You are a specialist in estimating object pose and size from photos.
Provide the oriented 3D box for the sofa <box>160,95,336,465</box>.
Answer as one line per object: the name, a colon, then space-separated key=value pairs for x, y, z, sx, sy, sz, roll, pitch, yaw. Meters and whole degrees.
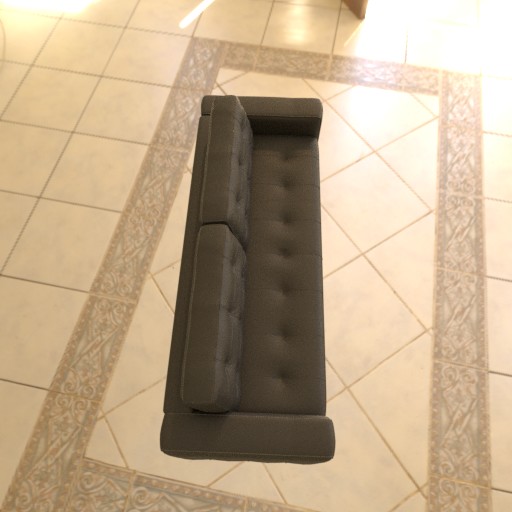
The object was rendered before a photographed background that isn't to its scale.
sofa: x=0.000 y=0.000 z=2.701 sx=0.833 sy=0.893 sz=2.275 roll=2 pitch=64 yaw=1
